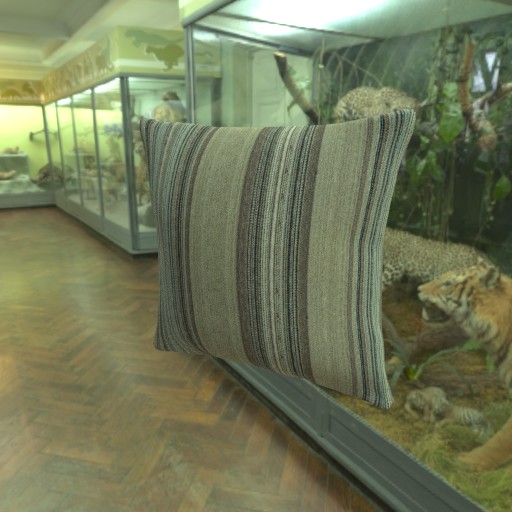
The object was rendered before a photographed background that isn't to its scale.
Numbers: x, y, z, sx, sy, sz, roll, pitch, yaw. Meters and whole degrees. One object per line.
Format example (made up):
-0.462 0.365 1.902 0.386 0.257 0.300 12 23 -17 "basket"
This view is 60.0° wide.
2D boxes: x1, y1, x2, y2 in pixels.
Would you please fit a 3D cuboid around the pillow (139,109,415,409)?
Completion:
0.000 0.000 0.678 0.435 0.416 0.189 7 16 26 "pillow"
